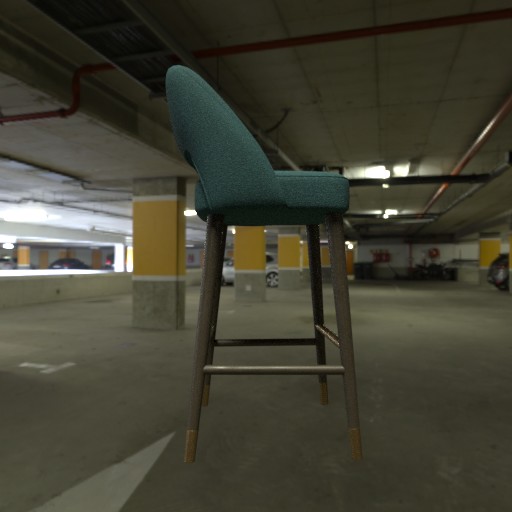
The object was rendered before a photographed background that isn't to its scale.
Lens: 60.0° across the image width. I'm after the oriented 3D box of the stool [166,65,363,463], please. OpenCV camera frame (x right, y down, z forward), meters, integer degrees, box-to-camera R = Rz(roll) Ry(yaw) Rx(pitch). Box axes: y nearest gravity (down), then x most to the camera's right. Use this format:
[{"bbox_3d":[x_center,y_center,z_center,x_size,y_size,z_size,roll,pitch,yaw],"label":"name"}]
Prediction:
[{"bbox_3d":[0.000,0.000,1.335,0.522,1.032,0.536,0,-1,-2],"label":"stool"}]
